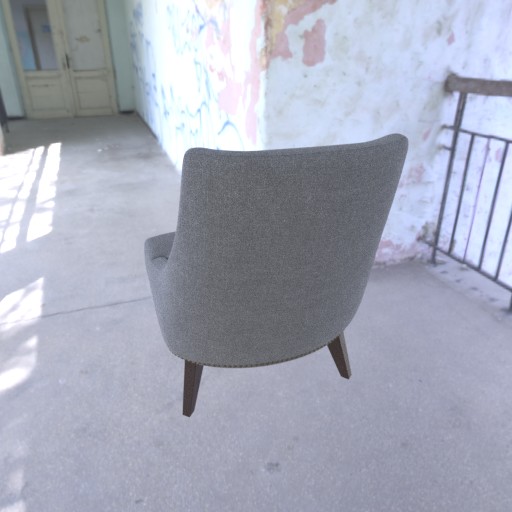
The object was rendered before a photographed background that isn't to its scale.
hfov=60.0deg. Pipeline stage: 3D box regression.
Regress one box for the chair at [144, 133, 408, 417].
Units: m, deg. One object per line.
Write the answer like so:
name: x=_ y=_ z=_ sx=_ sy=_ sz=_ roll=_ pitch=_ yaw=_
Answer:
chair: x=0.000 y=0.000 z=1.494 sx=0.701 sy=0.909 sz=0.861 roll=-8 pitch=28 yaw=-16
